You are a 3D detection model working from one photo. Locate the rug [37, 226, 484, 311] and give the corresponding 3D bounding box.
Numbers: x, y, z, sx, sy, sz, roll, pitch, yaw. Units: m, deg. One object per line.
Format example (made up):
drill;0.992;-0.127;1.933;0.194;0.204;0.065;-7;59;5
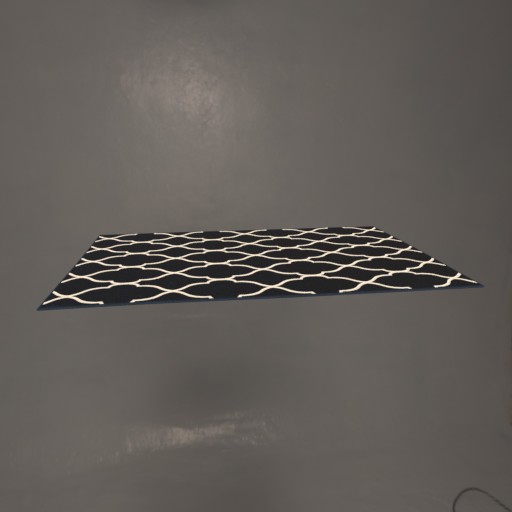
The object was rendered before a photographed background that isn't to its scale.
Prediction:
rug;0.000;0.000;2.951;2.294;0.014;1.528;-2;16;-8
